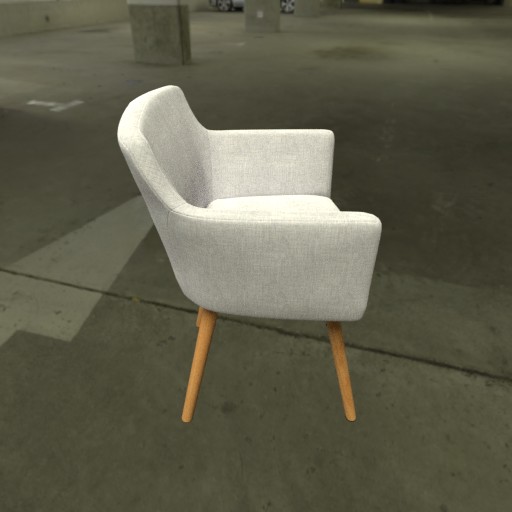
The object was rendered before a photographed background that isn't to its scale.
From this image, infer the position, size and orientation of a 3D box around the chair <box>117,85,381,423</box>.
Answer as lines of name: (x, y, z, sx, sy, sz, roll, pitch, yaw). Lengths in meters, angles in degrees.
chair: (0.000, 0.000, 1.141, 0.540, 0.780, 0.570, 0, 32, 0)
